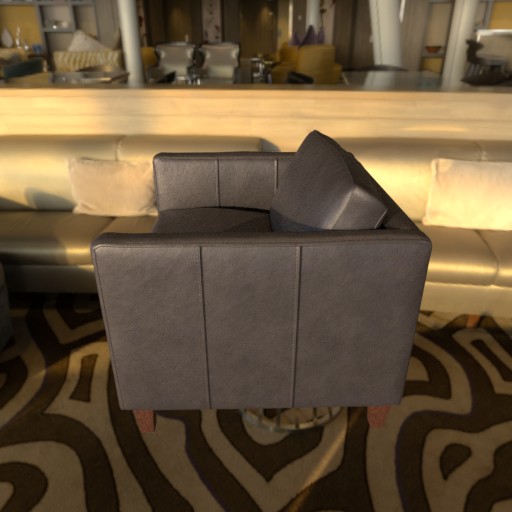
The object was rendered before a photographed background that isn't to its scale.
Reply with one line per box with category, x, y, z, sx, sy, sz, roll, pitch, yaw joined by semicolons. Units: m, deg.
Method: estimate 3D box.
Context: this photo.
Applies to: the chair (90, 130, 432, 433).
chair;0.000;0.000;1.606;0.862;0.811;0.939;-1;27;-1
